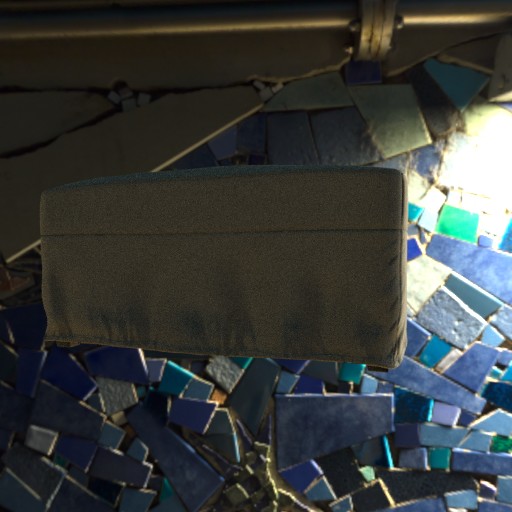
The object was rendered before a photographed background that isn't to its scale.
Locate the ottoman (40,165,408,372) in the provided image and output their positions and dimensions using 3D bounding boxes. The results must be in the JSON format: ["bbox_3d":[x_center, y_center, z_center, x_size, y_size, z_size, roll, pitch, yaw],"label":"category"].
[{"bbox_3d":[0.000,0.000,1.306,0.843,0.436,0.840,0,0,18],"label":"ottoman"}]
